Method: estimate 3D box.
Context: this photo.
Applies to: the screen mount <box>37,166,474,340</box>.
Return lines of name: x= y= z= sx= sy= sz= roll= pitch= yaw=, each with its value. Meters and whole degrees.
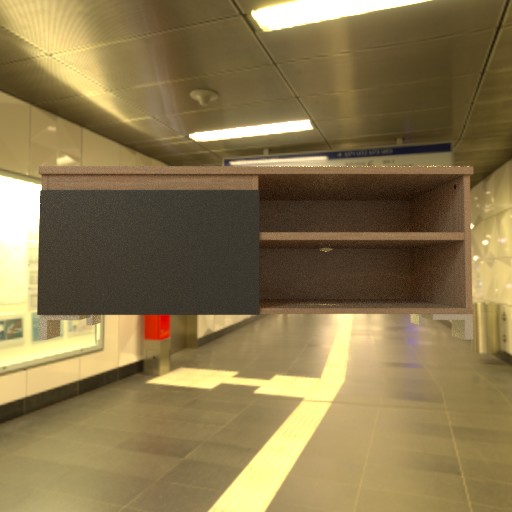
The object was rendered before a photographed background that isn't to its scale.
screen mount: x=0.000 y=0.000 z=1.298 sx=1.084 sy=0.432 sz=0.406 roll=0 pitch=-2 yaw=0
